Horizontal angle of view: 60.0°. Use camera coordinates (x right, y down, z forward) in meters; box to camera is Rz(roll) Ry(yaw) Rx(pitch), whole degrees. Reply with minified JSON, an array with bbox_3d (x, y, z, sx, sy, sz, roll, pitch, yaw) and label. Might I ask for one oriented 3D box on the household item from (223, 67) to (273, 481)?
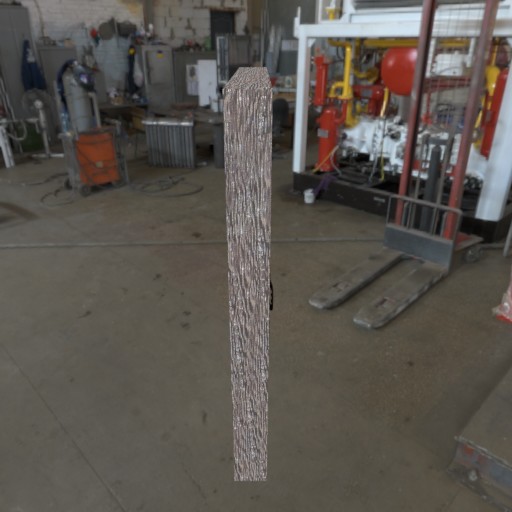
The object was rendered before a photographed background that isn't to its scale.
[{"bbox_3d":[0.000,0.000,0.238,0.020,0.180,0.133,0,26,0],"label":"household item"}]
